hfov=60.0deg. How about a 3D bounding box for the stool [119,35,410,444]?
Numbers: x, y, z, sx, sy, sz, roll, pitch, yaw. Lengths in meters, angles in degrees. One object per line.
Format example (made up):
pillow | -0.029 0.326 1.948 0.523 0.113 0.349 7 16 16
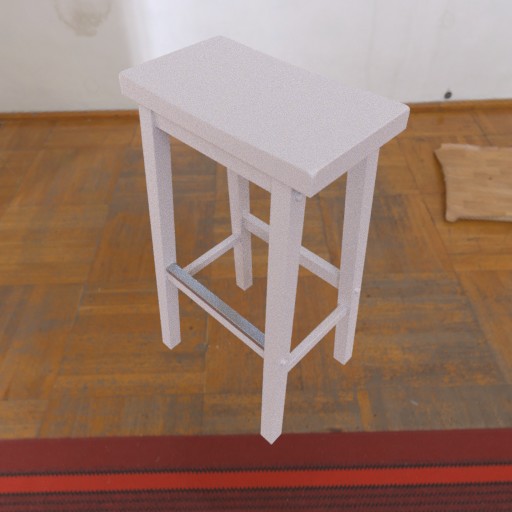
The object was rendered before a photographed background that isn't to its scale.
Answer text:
stool | 0.000 0.000 0.947 0.406 0.742 0.322 34 55 29
